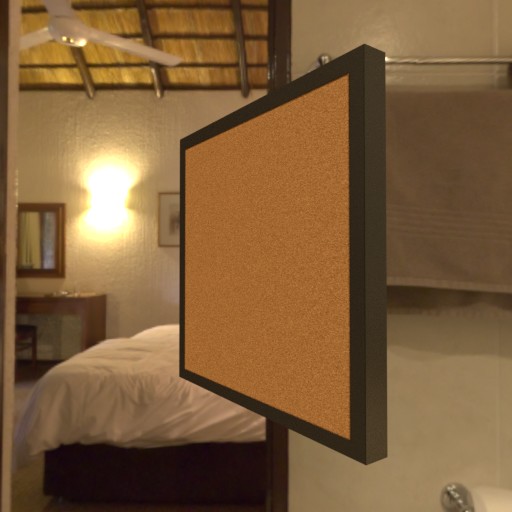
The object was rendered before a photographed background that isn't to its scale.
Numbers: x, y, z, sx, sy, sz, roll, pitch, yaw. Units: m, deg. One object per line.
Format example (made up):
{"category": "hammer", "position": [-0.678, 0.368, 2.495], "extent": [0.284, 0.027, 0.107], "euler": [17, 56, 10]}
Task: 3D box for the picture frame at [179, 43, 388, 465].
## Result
{"category": "picture frame", "position": [0.000, 0.000, 0.523], "extent": [0.029, 0.353, 0.355], "euler": [1, -1, -35]}
